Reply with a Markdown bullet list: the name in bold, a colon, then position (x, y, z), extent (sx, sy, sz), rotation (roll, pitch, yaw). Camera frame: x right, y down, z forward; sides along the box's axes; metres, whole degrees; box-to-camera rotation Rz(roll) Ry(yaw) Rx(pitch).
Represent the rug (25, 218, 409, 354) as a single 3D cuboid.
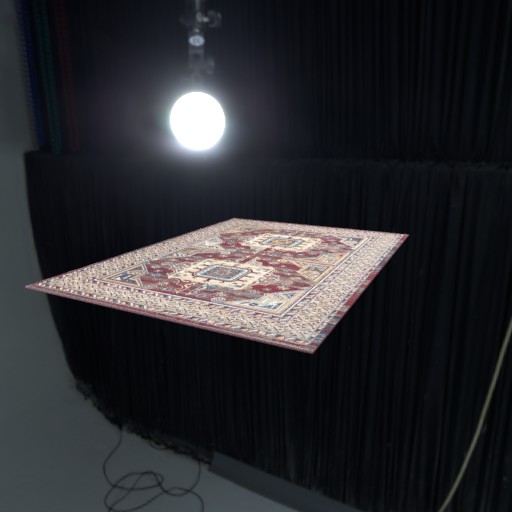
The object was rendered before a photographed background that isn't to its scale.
- **rug**: position (0.000, 0.000, 2.929), extent (1.599, 0.011, 2.210), rotation (8, 17, 26)
